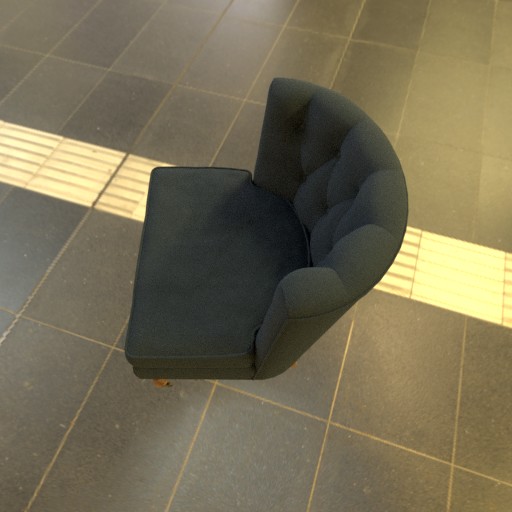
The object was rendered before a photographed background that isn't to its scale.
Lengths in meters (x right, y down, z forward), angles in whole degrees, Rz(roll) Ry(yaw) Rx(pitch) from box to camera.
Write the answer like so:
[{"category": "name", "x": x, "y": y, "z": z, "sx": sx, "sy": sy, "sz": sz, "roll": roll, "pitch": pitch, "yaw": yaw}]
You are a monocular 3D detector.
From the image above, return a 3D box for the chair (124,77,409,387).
[{"category": "chair", "x": 0.000, "y": 0.000, "z": 1.360, "sx": 0.718, "sy": 0.771, "sz": 0.740, "roll": -1, "pitch": 58, "yaw": 0}]
